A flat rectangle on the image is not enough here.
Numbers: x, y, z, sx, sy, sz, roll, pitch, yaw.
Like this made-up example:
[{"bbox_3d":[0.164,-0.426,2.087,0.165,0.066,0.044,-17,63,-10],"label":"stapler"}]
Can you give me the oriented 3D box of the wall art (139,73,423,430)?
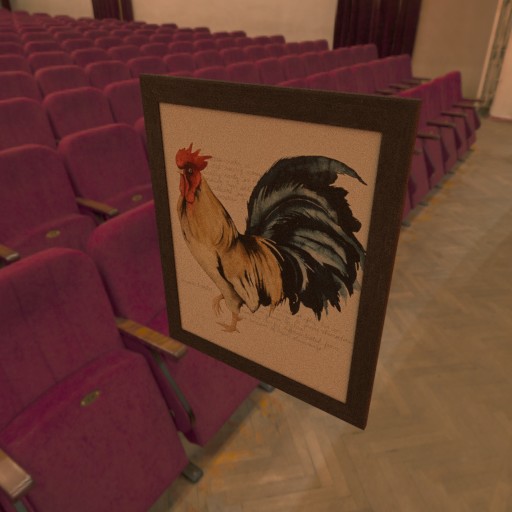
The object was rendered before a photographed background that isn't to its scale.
[{"bbox_3d":[0.000,0.000,0.783,0.476,0.570,0.013,18,33,29],"label":"wall art"}]
